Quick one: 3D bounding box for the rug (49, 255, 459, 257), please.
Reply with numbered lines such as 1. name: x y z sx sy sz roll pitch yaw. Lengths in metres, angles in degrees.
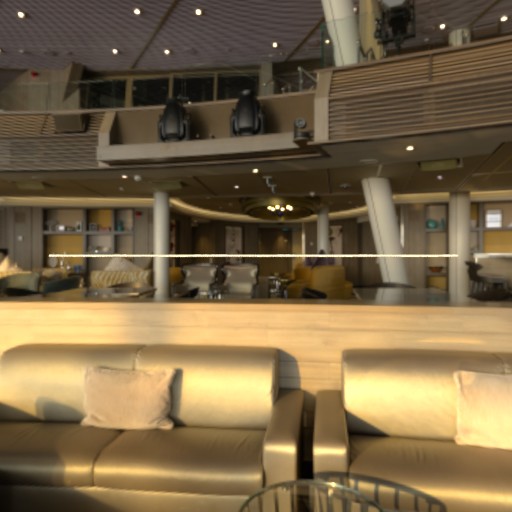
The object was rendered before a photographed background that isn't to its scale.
1. rug: 0.000 0.000 4.313 2.438 0.013 3.353 0 0 1
